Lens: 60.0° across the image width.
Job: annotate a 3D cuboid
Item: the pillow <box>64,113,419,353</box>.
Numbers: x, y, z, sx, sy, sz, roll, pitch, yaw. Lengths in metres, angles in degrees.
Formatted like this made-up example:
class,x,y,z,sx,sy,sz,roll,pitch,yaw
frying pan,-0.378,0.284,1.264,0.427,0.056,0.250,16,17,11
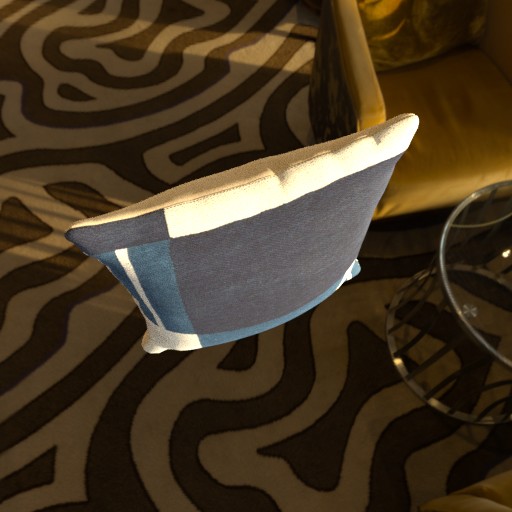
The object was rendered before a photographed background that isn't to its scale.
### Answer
class,x,y,z,sx,sy,sz,roll,pitch,yaw
pillow,0.000,0.000,0.807,0.536,0.506,0.229,-19,64,-10
